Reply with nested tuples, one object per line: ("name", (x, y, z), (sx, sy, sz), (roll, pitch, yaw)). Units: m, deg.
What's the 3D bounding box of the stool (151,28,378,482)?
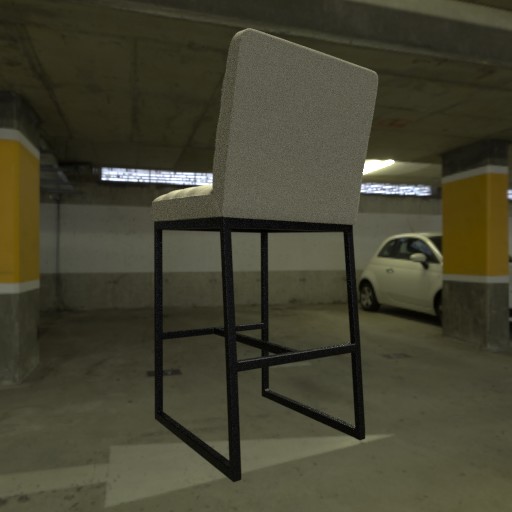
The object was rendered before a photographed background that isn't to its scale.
("stool", (0.000, 0.000, 1.330), (0.460, 1.040, 0.560), (0, 0, -34))
